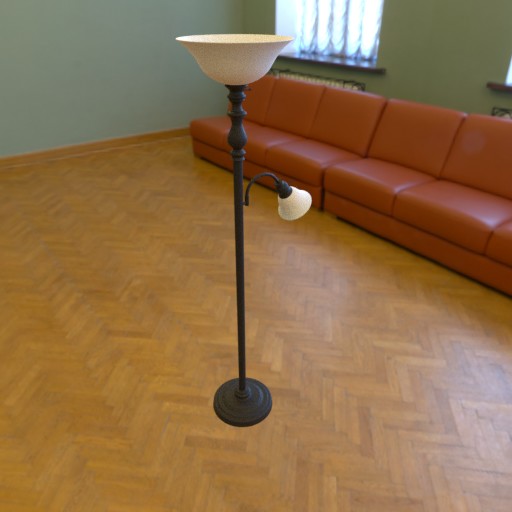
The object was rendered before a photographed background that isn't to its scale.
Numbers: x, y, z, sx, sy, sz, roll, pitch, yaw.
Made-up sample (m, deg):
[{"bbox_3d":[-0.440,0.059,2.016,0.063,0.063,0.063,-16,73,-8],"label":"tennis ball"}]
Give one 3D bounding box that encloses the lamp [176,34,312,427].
[{"bbox_3d":[0.000,0.000,2.019,0.588,1.793,0.405,-22,36,-33],"label":"lamp"}]
